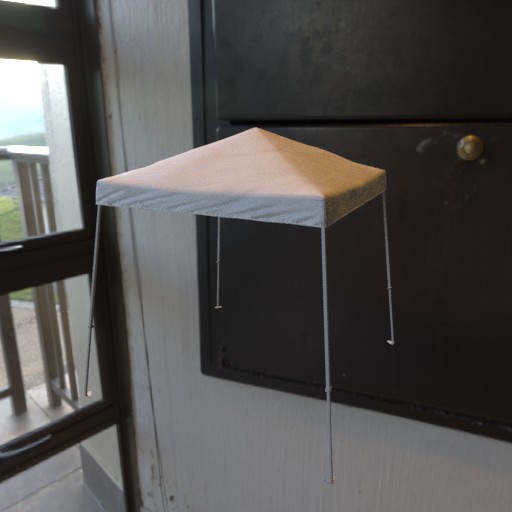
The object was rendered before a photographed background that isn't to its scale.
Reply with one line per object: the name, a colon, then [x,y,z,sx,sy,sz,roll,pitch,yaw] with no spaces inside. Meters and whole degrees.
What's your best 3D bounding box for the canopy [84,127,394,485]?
canopy: [0.000,0.000,5.117,2.849,2.849,2.848,8,18,25]
